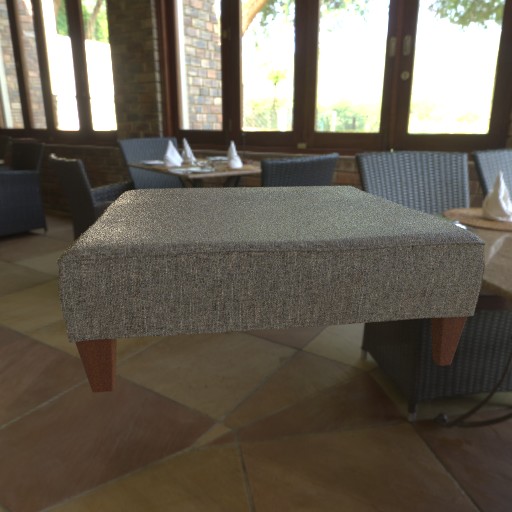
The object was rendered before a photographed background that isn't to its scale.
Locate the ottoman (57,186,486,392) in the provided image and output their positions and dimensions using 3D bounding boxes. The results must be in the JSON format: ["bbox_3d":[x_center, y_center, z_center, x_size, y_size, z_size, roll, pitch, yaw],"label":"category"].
[{"bbox_3d":[0.000,0.000,1.499,1.016,0.379,0.981,-2,17,-8],"label":"ottoman"}]
